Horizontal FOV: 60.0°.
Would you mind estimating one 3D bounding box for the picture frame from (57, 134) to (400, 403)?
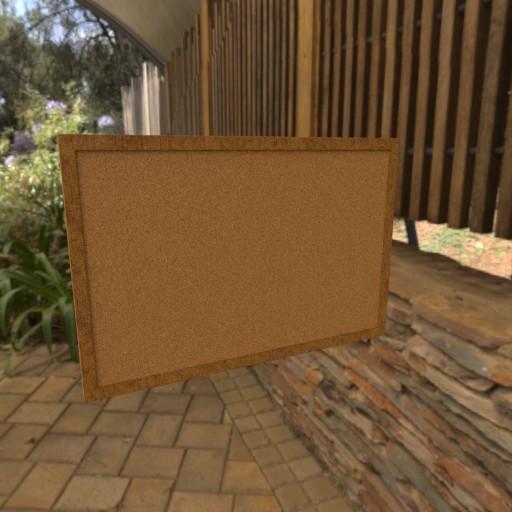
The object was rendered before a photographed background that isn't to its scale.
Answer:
[{"bbox_3d":[0.000,0.000,1.193,0.922,0.621,0.029,-6,15,-25],"label":"picture frame"}]
